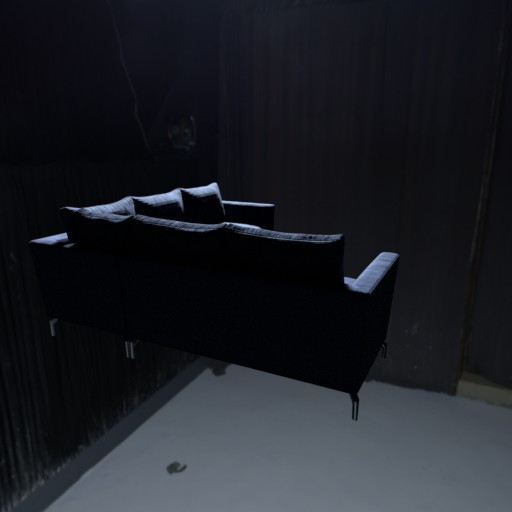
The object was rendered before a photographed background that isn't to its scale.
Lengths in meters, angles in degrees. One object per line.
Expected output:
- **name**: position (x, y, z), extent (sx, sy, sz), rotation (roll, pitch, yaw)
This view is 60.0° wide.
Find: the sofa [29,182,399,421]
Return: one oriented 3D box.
- **sofa**: position (0.000, 0.000, 3.802), extent (2.472, 0.988, 2.463), rotation (7, 17, 26)
